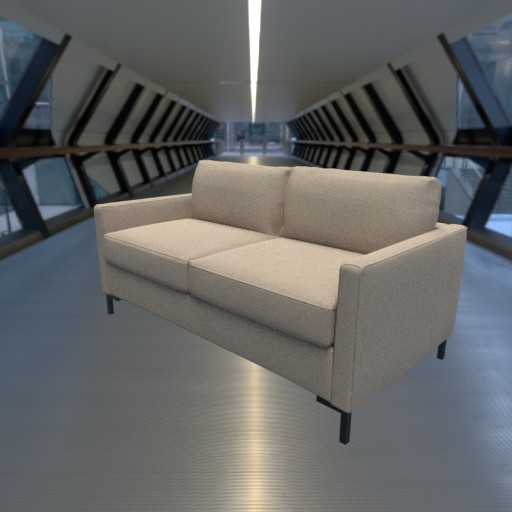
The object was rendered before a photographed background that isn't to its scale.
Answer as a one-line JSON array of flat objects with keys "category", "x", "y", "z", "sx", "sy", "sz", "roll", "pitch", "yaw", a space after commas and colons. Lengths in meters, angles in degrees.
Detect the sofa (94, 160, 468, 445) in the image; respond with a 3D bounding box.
[{"category": "sofa", "x": 0.000, "y": 0.000, "z": 2.170, "sx": 1.682, "sy": 0.840, "sz": 0.875, "roll": 15, "pitch": 21, "yaw": 42}]
